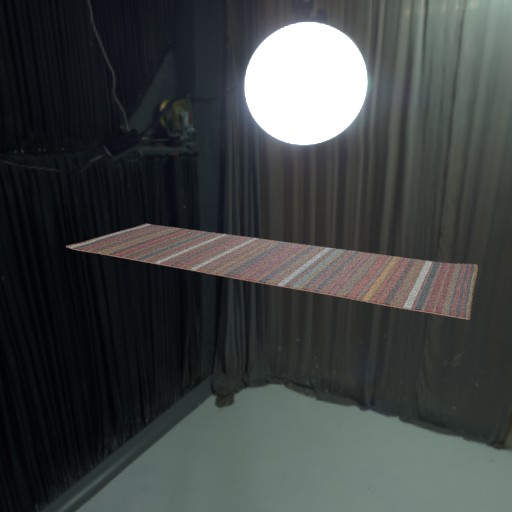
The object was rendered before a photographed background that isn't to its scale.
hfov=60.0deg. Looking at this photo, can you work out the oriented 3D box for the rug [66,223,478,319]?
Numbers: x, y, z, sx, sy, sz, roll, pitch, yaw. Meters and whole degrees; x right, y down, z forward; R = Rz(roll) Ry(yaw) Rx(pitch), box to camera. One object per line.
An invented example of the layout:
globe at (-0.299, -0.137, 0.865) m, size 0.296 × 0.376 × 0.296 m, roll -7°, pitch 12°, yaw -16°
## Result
rug at (0.000, 0.000, 2.736) m, size 2.444 × 0.030 × 0.799 m, roll 9°, pitch 19°, yaw 26°
